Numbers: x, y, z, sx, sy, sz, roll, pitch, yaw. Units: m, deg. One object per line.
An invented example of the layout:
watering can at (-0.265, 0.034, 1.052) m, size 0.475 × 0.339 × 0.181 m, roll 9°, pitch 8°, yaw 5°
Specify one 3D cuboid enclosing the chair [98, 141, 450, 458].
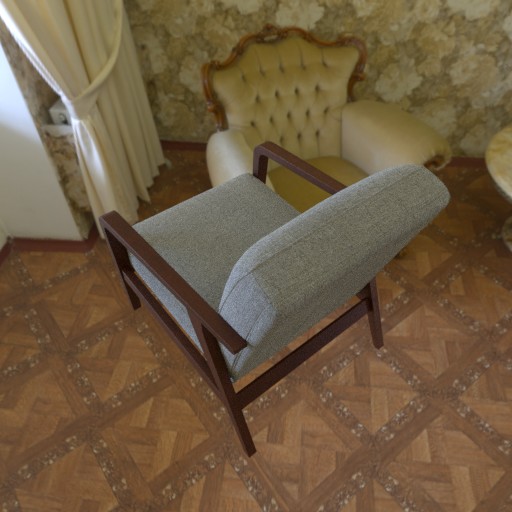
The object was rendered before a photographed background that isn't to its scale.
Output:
chair at (0.000, 0.000, 1.464) m, size 0.704 × 0.847 × 0.858 m, roll -30°, pitch 53°, yaw -26°
